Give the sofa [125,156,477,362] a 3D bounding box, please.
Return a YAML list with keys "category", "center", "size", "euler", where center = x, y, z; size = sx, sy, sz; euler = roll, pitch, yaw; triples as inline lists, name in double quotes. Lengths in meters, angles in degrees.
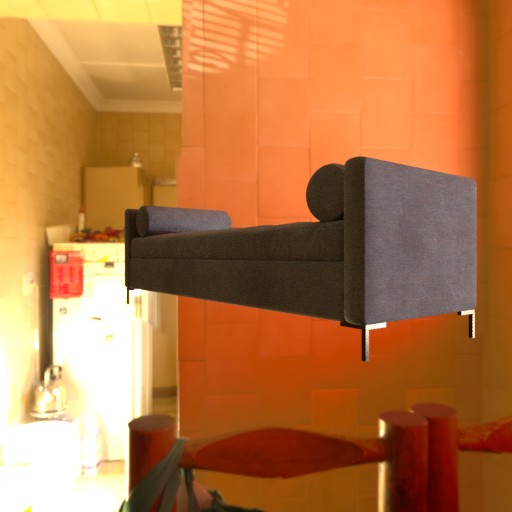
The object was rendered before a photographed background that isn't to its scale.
- category: "sofa"
  center: [0.000, 0.000, 2.317]
  size: [0.686, 0.635, 1.981]
  euler: [0, 0, -37]
